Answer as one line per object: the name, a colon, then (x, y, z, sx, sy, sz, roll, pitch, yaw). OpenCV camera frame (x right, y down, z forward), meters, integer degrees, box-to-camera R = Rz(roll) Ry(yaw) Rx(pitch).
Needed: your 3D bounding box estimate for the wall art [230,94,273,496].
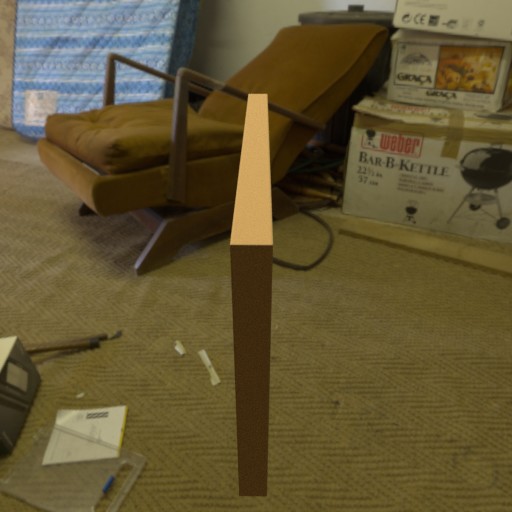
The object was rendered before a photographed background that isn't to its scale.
wall art: (0.000, 0.000, 0.767, 0.039, 0.407, 0.609, 0, 32, 1)
